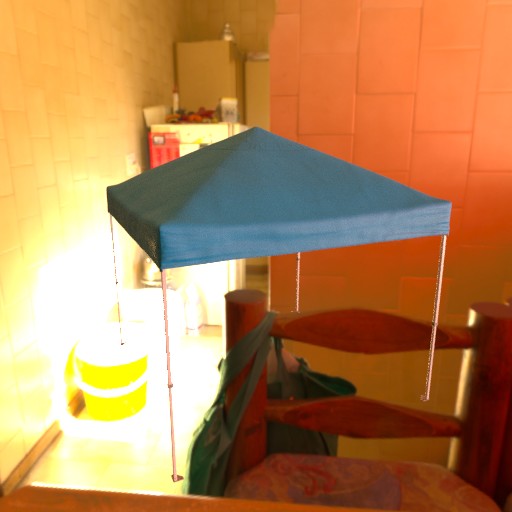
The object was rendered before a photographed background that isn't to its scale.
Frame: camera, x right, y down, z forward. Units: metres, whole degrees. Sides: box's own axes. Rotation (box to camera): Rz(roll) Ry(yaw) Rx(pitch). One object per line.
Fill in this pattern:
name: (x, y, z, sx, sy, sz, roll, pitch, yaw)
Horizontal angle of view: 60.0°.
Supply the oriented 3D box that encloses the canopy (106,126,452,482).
canopy: (0.000, 0.000, 5.340, 2.998, 2.997, 2.996, -7, 17, -24)
